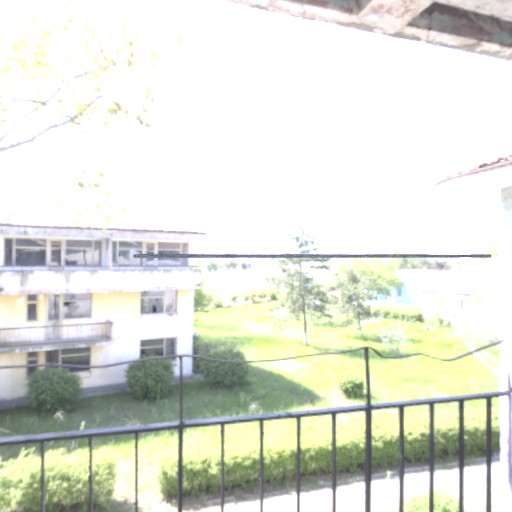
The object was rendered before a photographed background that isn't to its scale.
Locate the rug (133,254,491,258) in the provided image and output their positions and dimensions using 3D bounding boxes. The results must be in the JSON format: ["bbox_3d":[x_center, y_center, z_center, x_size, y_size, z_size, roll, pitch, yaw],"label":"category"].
[{"bbox_3d":[0.000,0.000,2.270,1.208,0.012,1.819,0,0,-16],"label":"rug"}]
